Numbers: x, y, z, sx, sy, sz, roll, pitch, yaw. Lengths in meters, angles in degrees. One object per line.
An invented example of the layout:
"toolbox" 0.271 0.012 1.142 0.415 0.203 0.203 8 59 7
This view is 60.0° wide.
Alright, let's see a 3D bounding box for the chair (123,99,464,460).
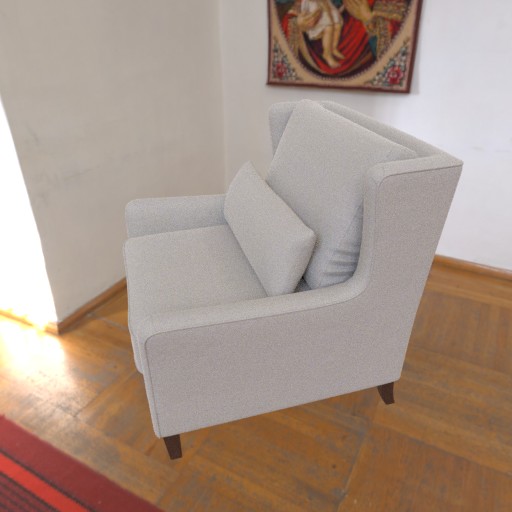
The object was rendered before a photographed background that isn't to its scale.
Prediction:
"chair" 0.000 0.000 1.798 1.040 1.056 0.982 -8 31 -14
